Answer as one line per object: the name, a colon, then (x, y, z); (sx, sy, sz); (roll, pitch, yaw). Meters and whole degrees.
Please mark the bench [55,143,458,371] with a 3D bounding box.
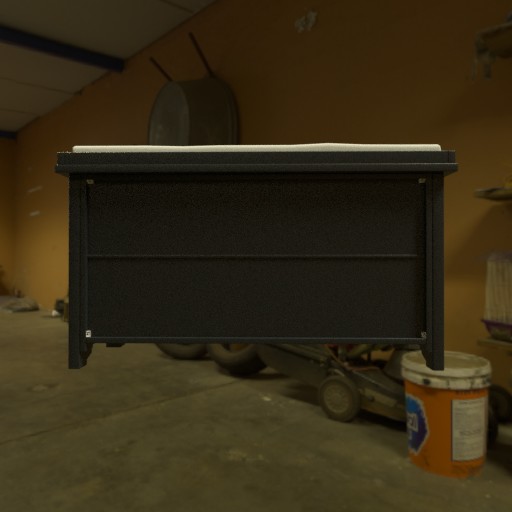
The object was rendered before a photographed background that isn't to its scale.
bench: (0.000, 0.000, 1.239); (0.973, 0.561, 0.345); (0, 0, 1)
